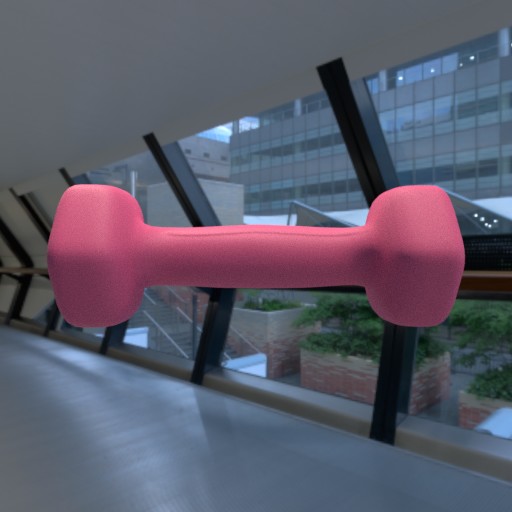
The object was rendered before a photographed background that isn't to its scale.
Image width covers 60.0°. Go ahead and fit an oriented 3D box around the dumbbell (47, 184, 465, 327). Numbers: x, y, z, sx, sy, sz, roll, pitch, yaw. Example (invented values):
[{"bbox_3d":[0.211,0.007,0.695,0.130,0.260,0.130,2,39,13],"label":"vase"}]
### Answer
[{"bbox_3d":[0.000,0.000,0.171,0.146,0.053,0.058,0,0,0],"label":"dumbbell"}]
